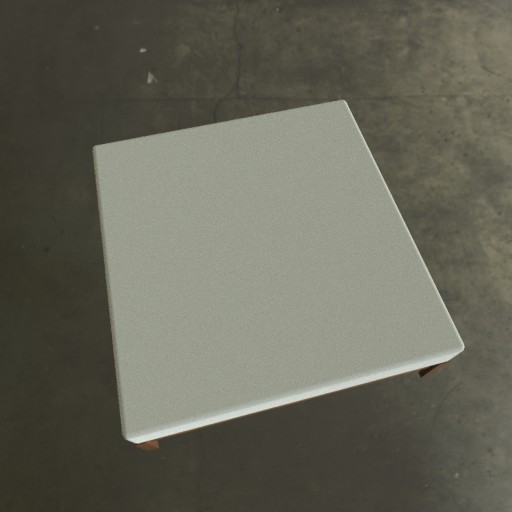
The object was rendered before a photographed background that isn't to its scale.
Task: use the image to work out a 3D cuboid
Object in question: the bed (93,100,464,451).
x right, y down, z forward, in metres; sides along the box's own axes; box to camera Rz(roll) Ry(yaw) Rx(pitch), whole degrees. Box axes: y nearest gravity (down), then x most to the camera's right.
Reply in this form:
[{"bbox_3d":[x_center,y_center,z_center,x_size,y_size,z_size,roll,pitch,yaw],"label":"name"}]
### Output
[{"bbox_3d":[0.000,0.000,3.102,1.930,0.616,2.049,-13,63,-7],"label":"bed"}]
